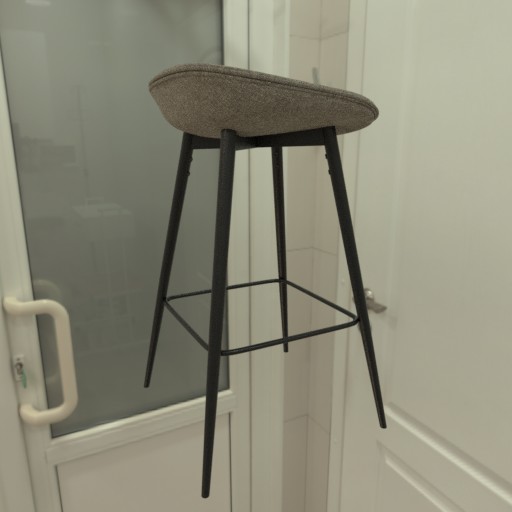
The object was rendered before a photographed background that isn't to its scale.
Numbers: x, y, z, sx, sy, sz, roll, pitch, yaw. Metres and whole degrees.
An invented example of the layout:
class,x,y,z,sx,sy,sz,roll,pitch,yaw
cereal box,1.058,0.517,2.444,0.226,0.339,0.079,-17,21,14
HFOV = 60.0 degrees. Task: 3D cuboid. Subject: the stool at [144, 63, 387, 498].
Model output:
class,x,y,z,sx,sy,sz,roll,pitch,yaw
stool,0.000,0.000,1.069,0.480,0.814,0.469,-8,16,-27
